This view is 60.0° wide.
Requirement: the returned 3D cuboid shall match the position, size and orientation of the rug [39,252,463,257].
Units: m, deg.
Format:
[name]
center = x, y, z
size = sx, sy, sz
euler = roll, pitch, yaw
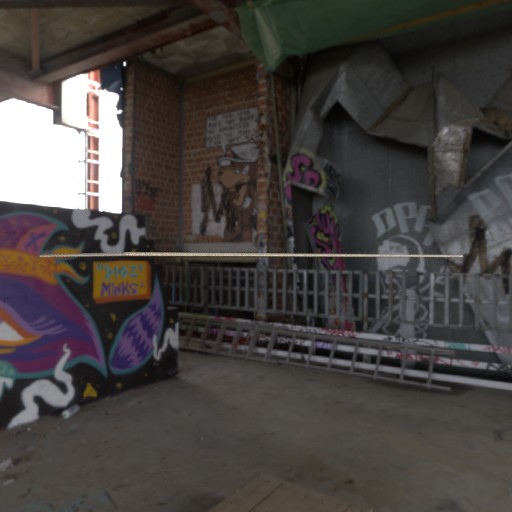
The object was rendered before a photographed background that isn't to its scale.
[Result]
[rug]
center = 0.000, 0.000, 2.291
size = 1.829, 0.010, 1.219
euler = 0, 0, -36
